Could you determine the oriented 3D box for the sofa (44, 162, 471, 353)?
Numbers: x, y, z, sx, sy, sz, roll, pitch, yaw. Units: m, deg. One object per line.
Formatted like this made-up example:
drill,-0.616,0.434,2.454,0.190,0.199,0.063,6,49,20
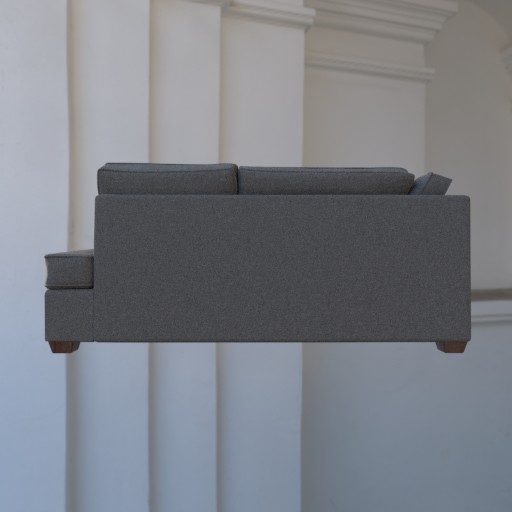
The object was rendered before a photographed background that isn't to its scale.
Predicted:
sofa,0.000,0.000,2.829,2.237,1.033,1.110,0,-1,0
